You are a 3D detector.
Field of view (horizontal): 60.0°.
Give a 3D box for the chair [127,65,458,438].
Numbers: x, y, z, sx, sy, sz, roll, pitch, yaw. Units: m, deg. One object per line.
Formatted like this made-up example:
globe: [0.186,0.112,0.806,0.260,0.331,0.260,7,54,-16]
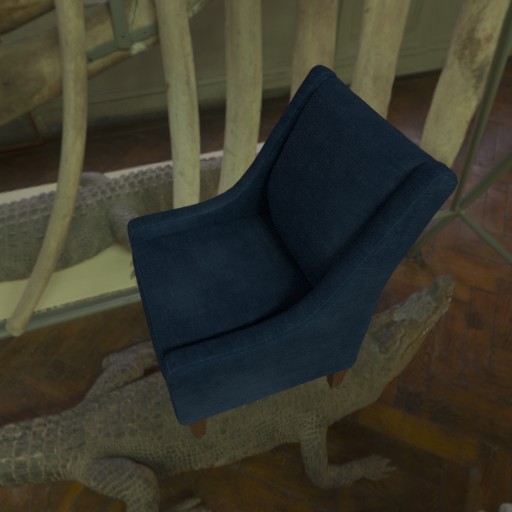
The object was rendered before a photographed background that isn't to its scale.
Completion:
chair: [0.000,0.000,1.628,0.870,1.014,0.774,-15,47,-14]
